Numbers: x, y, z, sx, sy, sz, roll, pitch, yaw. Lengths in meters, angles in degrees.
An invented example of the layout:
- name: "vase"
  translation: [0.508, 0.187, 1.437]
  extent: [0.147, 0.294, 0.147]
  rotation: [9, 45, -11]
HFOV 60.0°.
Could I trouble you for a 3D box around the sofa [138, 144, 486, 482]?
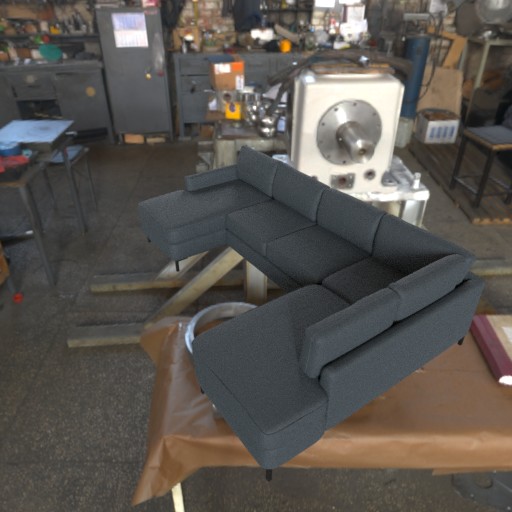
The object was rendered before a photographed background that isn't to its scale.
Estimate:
- name: "sofa"
  translation: [0.000, 0.000, 3.740]
  extent: [1.984, 0.858, 2.975]
  rotation: [-21, 38, -29]
